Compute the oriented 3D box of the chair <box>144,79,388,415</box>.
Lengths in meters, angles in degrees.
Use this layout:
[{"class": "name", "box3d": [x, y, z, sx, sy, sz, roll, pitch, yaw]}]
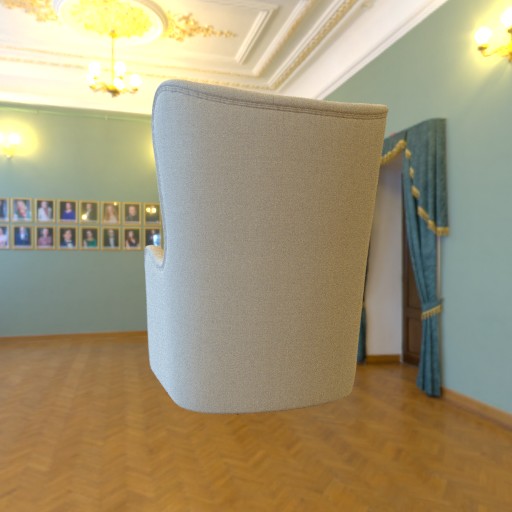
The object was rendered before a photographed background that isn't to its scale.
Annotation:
[{"class": "chair", "box3d": [0.000, 0.000, 1.747, 0.831, 1.079, 0.929, 0, 0, -18]}]
